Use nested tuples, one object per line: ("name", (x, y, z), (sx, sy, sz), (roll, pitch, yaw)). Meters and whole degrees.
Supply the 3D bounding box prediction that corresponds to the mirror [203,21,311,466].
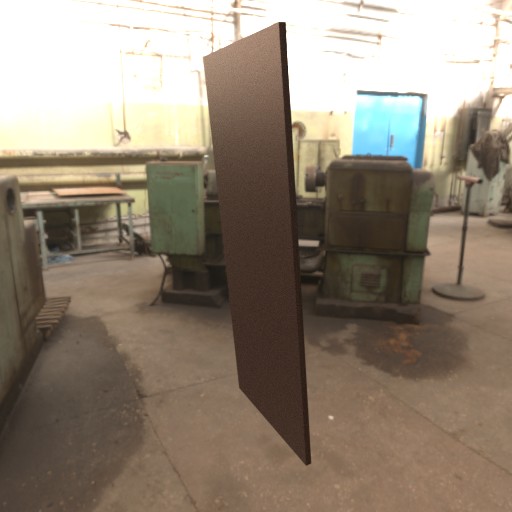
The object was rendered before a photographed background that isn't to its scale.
("mirror", (0.000, 0.000, 2.298), (0.221, 2.020, 0.812), (-7, 16, -26))
